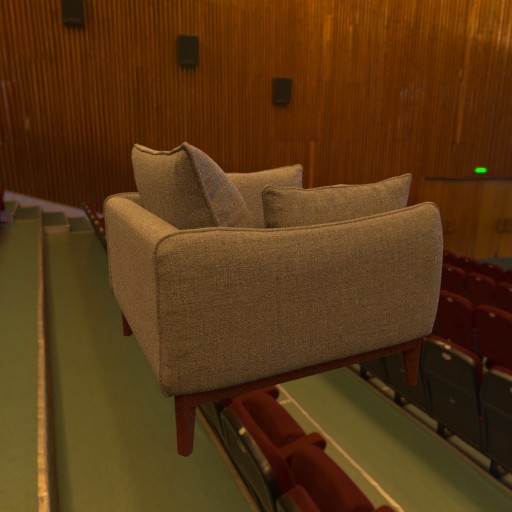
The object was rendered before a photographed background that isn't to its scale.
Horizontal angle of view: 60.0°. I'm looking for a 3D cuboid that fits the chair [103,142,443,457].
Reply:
[{"bbox_3d":[0.000,0.000,1.682,0.976,0.839,0.993,-7,16,-25],"label":"chair"}]
